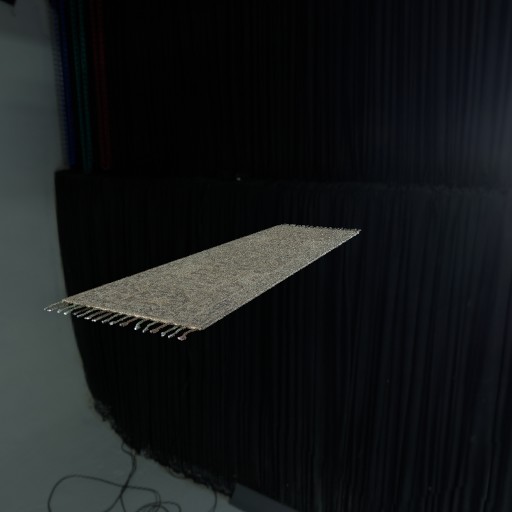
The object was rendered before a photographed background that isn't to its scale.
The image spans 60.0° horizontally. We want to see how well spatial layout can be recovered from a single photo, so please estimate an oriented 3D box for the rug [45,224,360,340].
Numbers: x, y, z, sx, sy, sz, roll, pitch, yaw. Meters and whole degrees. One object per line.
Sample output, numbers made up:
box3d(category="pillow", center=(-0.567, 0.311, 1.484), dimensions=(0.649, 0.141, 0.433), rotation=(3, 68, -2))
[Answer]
box3d(category="rug", center=(0.000, 0.000, 2.915), dimensions=(0.762, 0.011, 2.664), rotation=(6, 14, 26))
